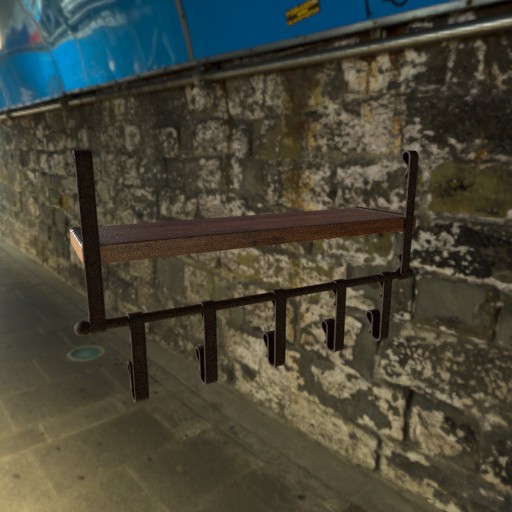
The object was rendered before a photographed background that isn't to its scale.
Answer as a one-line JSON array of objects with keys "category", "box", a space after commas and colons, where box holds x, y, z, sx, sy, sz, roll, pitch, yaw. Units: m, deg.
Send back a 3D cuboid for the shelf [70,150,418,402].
[{"category": "shelf", "box": [0.000, 0.000, 0.712, 0.567, 0.330, 0.146, -7, 15, -27]}]
